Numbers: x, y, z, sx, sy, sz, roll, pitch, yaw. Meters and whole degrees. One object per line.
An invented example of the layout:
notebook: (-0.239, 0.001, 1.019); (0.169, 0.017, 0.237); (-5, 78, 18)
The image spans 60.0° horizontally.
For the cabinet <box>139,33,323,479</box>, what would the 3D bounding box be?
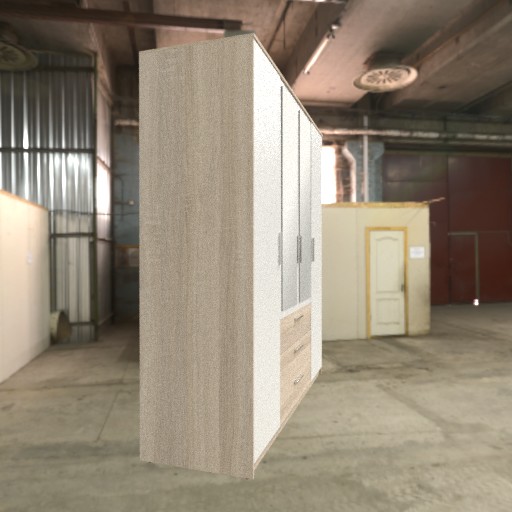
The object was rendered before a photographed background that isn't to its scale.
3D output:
cabinet: (0.000, 0.000, 3.020); (0.620, 2.060, 1.870); (0, 0, 18)
